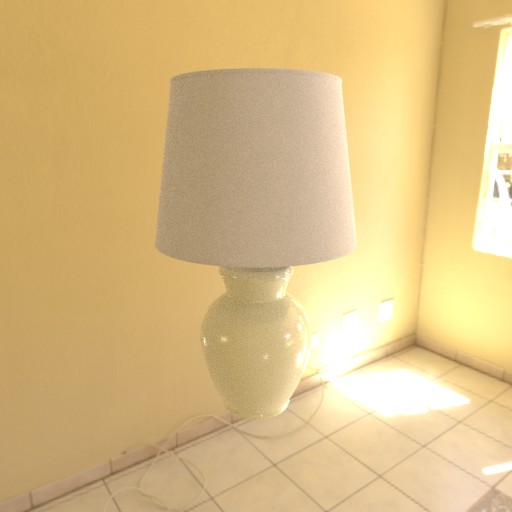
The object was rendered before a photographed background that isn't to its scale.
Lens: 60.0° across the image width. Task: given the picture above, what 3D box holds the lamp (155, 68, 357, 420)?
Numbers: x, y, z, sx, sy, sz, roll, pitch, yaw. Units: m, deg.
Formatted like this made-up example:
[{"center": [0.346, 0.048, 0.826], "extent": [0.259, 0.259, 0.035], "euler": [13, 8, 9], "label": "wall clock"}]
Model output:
[{"center": [0.000, 0.000, 0.542], "extent": [0.239, 0.399, 0.239], "euler": [0, 14, 0], "label": "lamp"}]
